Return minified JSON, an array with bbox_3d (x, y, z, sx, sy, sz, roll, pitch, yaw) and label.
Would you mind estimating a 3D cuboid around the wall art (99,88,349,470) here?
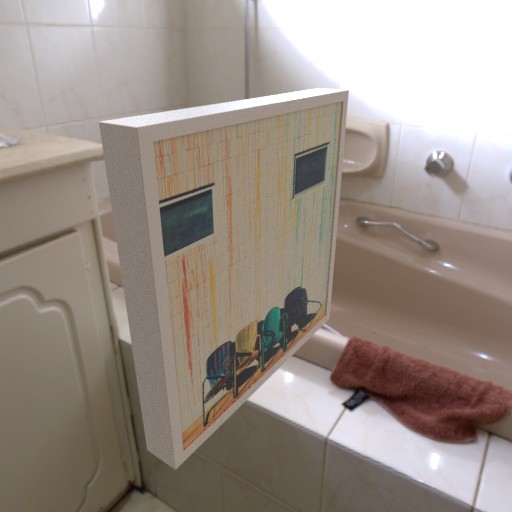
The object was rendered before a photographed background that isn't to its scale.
[{"bbox_3d":[0.000,0.000,0.461,0.038,0.305,0.305,17,30,32],"label":"wall art"}]
